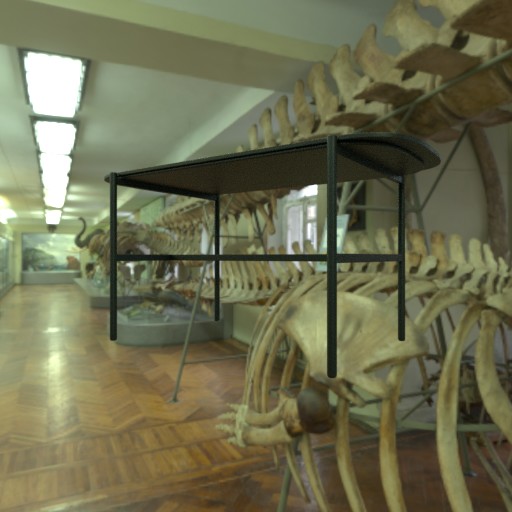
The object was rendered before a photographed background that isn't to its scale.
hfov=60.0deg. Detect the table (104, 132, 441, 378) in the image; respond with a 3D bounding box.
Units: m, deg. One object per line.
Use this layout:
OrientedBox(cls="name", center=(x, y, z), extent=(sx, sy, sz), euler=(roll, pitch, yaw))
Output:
OrientedBox(cls="table", center=(0.000, 0.000, 1.051), extent=(0.800, 0.400, 0.400), euler=(0, 0, 35))
